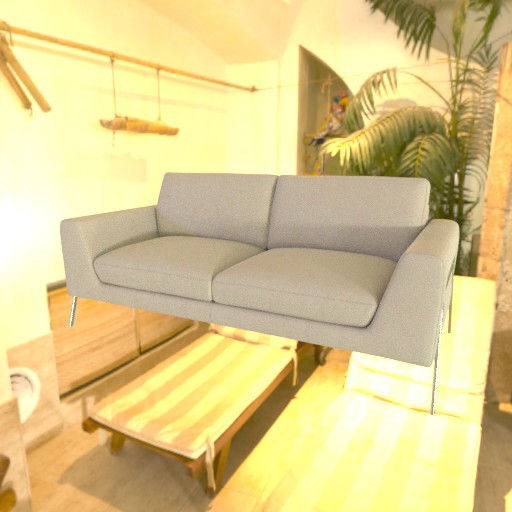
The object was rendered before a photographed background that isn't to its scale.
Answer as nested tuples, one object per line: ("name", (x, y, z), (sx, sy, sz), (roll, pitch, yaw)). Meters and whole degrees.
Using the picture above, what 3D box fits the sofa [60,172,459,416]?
("sofa", (0.000, 0.000, 2.463), (2.017, 0.875, 0.953), (7, 15, 26))
